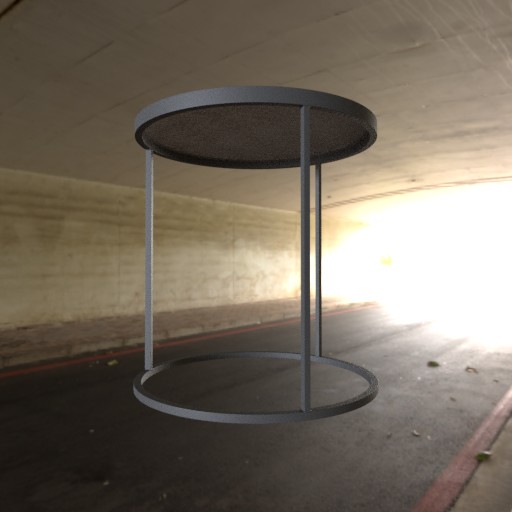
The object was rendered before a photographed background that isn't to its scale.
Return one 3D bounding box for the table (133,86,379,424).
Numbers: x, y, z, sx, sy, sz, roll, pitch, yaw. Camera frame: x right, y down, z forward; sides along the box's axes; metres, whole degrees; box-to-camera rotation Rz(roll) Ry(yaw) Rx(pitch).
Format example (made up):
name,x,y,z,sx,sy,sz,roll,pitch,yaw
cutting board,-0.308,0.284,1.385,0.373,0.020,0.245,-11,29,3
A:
name,x,y,z,sx,sy,sz,roll,pitch,yaw
table,0.000,0.000,0.886,0.470,0.498,0.470,0,-1,0
